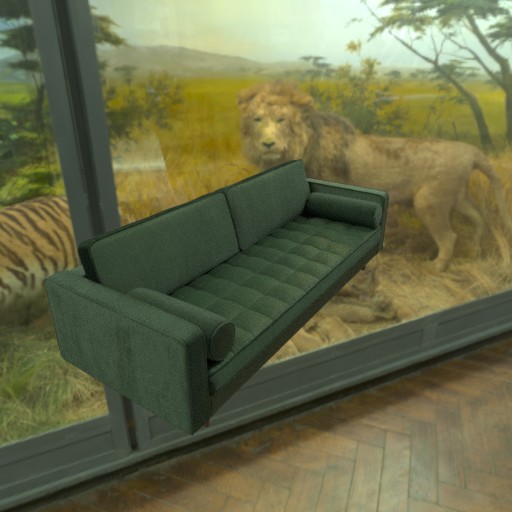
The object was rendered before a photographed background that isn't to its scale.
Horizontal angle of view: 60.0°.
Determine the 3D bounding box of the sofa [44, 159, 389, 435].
[{"bbox_3d":[0.000,0.000,2.716,0.918,0.769,2.199,17,30,31],"label":"sofa"}]
